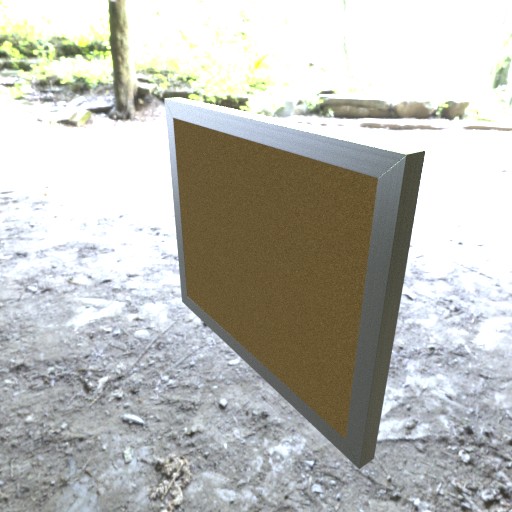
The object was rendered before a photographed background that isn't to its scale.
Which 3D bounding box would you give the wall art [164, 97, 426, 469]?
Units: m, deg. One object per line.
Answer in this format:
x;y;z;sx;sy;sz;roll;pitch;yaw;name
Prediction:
0.000;0.000;0.752;0.032;0.456;0.557;-18;31;-31;wall art
